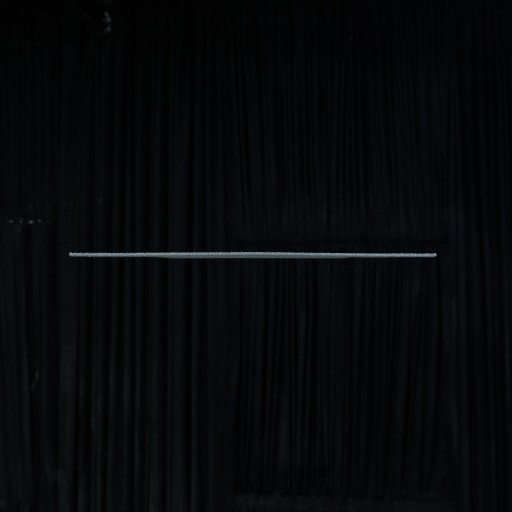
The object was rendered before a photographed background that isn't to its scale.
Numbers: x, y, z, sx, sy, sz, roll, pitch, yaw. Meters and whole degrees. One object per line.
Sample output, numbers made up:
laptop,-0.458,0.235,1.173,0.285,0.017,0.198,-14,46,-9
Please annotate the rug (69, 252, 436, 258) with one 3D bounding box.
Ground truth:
rug,0.000,0.000,2.332,1.174,0.022,1.853,0,0,1
